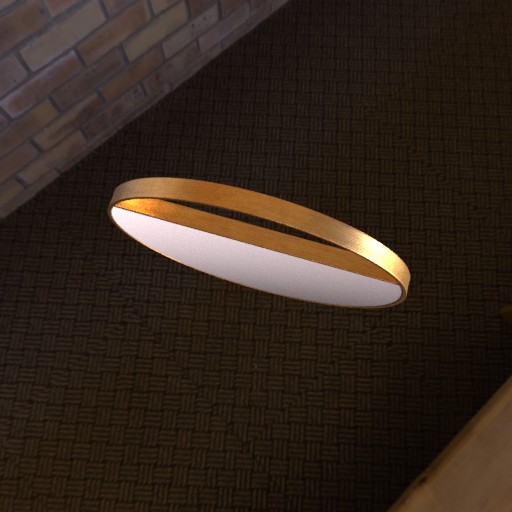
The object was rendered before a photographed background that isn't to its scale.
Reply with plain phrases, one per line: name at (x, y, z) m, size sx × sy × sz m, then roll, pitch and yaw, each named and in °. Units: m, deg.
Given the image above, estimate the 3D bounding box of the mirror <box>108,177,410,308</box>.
mirror at (0.000, 0.000, 0.854) m, size 0.565 × 0.565 × 0.032 m, roll 16°, pitch 76°, yaw 4°
